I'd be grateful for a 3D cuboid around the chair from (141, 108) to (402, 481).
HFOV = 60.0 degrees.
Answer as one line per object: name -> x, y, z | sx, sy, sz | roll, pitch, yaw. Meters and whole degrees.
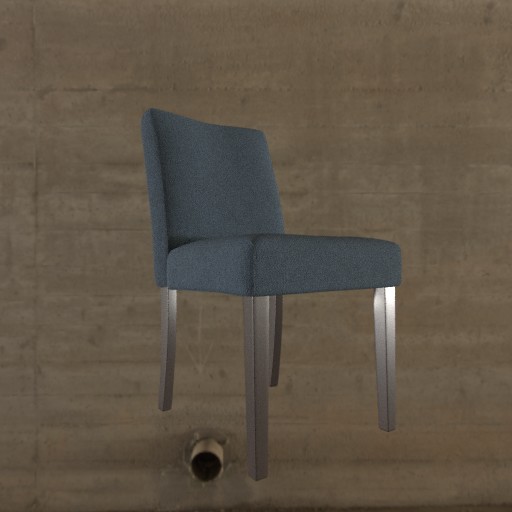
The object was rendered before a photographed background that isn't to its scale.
chair -> 0.000, 0.000, 1.236 | 0.487, 0.882, 0.629 | 0, 0, -36
